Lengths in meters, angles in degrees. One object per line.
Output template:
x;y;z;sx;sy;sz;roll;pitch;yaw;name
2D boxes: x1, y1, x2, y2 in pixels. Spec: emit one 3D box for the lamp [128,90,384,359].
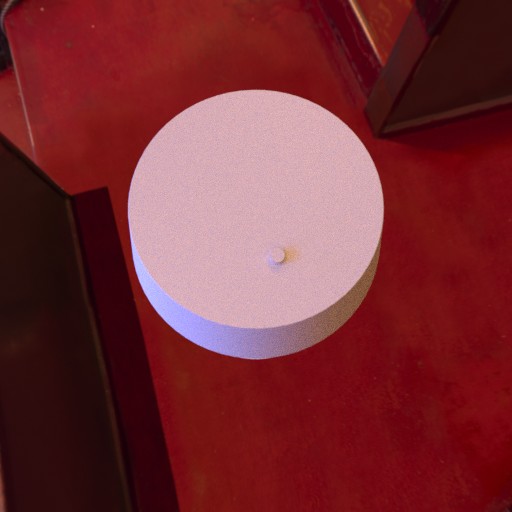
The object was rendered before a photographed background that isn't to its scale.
0.000;0.000;0.626;0.291;0.429;0.291;0;75;0;lamp
